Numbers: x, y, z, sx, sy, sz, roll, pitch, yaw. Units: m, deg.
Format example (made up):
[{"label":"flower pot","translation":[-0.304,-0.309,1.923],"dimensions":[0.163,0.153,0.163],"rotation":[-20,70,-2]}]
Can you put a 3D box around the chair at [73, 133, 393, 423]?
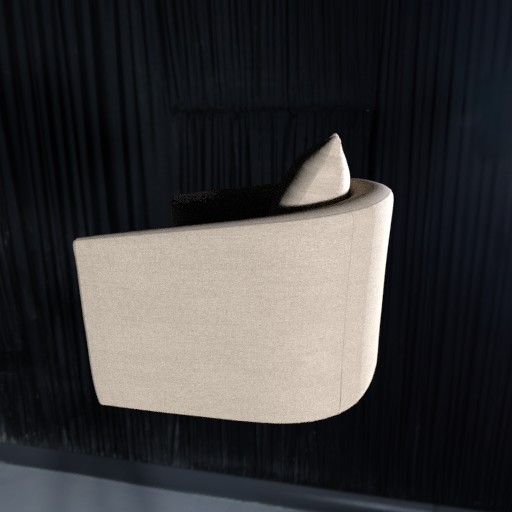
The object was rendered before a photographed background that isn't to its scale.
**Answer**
[{"label":"chair","translation":[0.000,0.000,1.592],"dimensions":[0.910,0.848,0.845],"rotation":[3,17,10]}]
